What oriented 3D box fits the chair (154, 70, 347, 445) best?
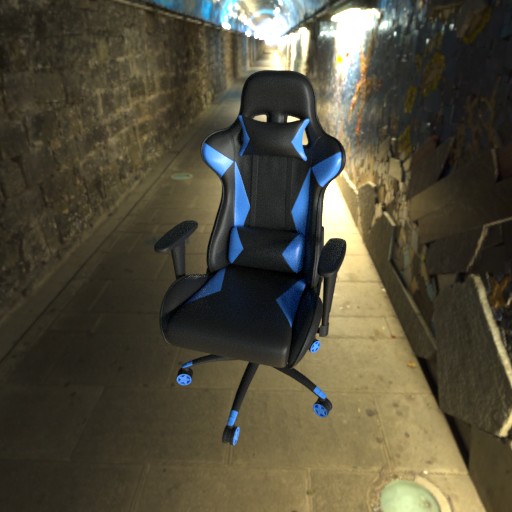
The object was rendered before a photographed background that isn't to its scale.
[{"bbox_3d":[0.000,0.000,1.694,0.695,1.282,0.730,8,27,16],"label":"chair"}]
